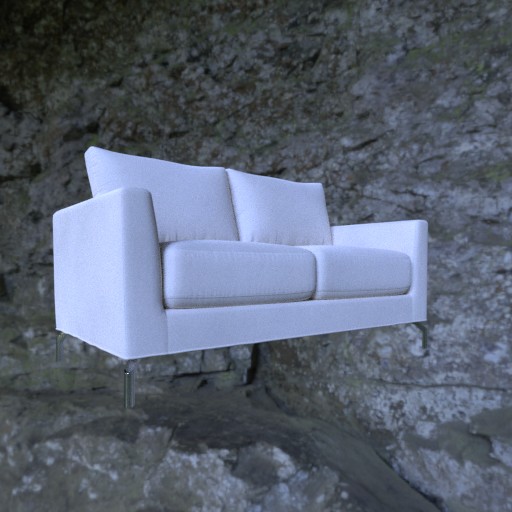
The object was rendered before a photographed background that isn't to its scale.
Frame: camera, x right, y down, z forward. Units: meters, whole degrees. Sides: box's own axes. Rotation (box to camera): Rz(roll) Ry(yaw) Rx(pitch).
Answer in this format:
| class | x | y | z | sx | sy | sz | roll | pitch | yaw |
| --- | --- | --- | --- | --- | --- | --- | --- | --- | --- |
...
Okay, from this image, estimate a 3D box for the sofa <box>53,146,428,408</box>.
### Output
| class | x | y | z | sx | sy | sz | roll | pitch | yaw |
| --- | --- | --- | --- | --- | --- | --- | --- | --- | --- |
| sofa | 0.000 | 0.000 | 2.257 | 1.739 | 0.995 | 0.906 | 1 | -2 | -37 |
